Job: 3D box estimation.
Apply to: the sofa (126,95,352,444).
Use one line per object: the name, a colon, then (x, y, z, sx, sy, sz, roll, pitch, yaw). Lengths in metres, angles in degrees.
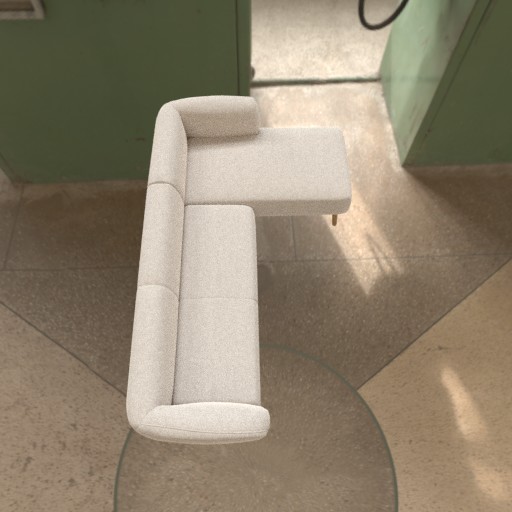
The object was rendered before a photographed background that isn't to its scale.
sofa: (0.000, 0.000, 3.369, 1.610, 0.730, 2.660, -1, 63, -1)
